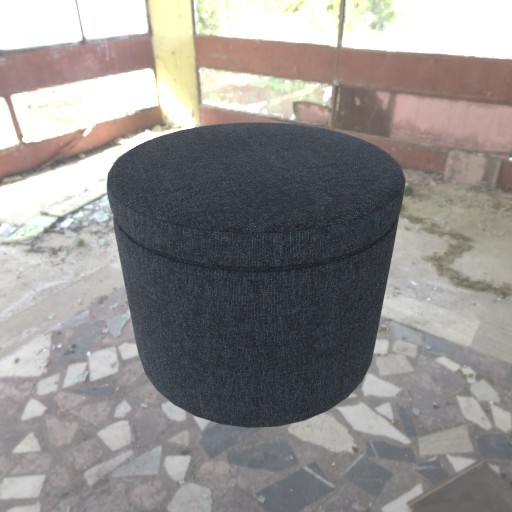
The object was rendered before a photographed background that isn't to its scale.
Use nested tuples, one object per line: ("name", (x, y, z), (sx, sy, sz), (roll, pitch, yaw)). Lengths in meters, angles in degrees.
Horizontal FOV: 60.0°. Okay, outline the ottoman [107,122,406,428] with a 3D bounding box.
("ottoman", (0.000, 0.000, 0.863), (0.500, 0.419, 0.500), (0, 32, 0))
